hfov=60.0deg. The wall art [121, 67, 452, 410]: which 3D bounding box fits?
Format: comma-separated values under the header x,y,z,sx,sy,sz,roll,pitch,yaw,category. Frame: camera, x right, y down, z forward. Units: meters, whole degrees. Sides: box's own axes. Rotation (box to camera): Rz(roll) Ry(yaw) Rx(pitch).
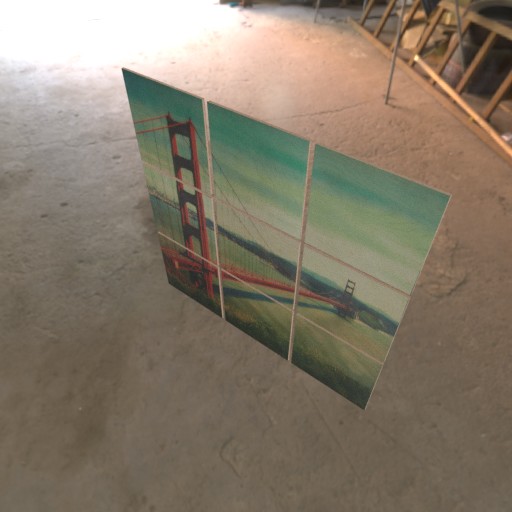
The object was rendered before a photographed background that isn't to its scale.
x,y,z,sx,sy,sz,roll,pitch,yaw,category
0.000,0.000,2.233,1.519,1.507,0.014,29,53,25,wall art
